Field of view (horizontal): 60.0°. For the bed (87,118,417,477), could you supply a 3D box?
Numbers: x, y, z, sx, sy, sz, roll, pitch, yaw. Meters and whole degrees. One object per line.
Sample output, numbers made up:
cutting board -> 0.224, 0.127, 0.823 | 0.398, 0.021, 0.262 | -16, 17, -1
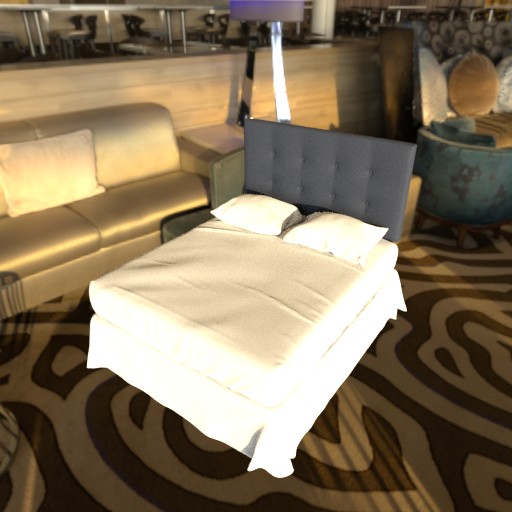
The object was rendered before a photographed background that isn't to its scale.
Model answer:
bed -> 0.000, 0.000, 3.479 | 1.936, 1.577, 2.222 | 19, 34, 30
